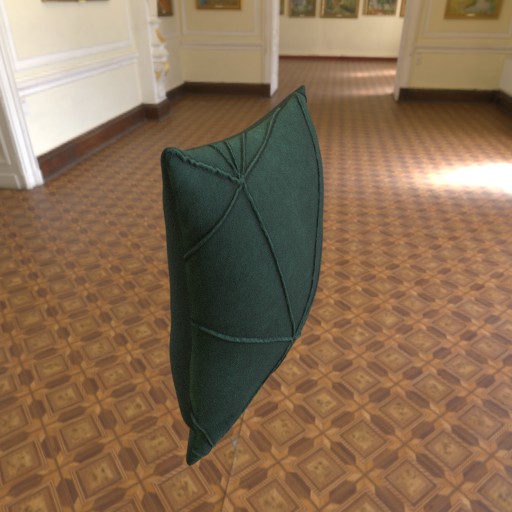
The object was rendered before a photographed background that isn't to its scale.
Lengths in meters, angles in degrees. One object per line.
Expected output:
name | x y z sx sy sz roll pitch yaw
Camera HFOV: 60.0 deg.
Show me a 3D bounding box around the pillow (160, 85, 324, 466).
pillow | 0.000 0.000 0.671 0.184 0.440 0.439 12 32 19
